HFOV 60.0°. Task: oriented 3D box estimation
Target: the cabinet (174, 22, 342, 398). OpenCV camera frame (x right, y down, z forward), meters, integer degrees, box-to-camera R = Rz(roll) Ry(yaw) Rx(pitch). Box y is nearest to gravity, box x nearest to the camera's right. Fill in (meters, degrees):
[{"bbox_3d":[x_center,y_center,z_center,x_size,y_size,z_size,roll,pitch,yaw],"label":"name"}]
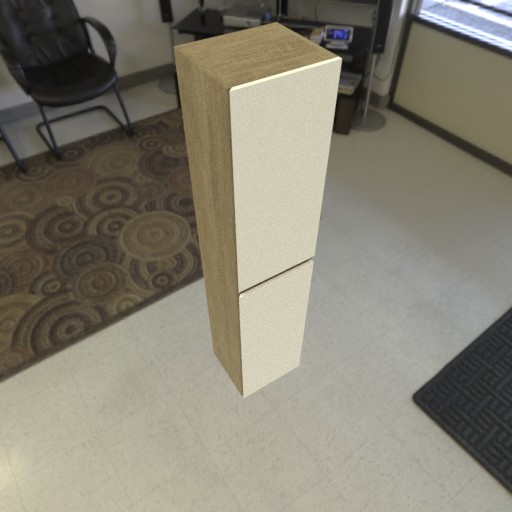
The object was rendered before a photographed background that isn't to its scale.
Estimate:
[{"bbox_3d":[0.000,0.000,1.554,0.300,1.400,0.270,-25,51,-21],"label":"cabinet"}]
